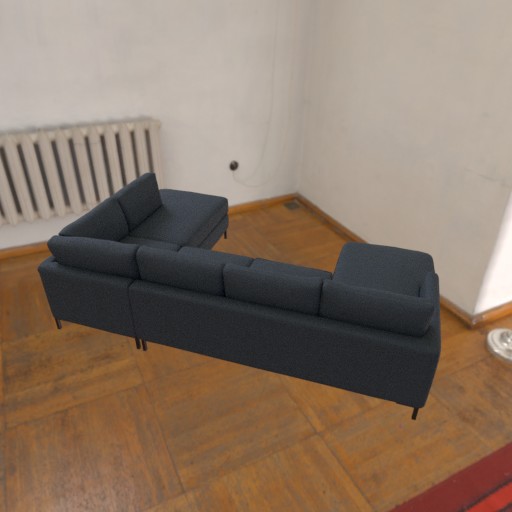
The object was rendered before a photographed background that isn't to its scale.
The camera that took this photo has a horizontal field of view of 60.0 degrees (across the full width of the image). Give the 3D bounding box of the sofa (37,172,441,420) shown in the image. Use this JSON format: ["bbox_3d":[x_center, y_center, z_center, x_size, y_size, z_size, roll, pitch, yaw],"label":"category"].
[{"bbox_3d":[0.000,0.000,3.879,2.975,0.858,1.984,10,33,16],"label":"sofa"}]
